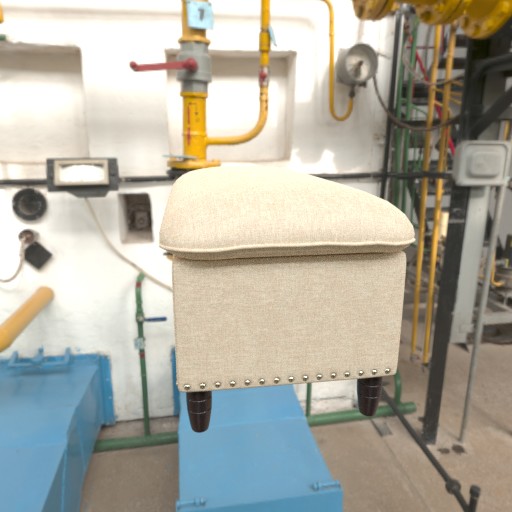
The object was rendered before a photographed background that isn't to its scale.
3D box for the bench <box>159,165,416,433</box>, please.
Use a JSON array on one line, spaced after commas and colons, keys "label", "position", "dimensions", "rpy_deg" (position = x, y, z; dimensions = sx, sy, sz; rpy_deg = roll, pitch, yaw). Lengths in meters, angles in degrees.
[{"label": "bench", "position": [0.000, 0.000, 1.263], "dimensions": [0.483, 0.483, 0.991], "rpy_deg": [-2, 15, -8]}]
